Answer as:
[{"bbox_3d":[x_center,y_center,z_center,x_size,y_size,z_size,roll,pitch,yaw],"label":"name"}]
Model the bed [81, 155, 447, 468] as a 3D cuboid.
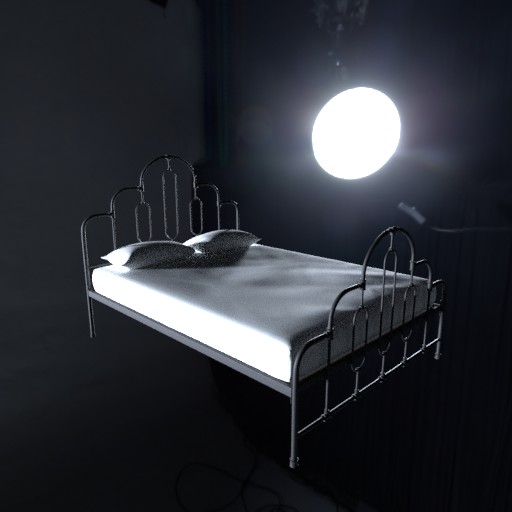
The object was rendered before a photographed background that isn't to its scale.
[{"bbox_3d":[0.000,0.000,3.225,1.640,1.429,2.163,-13,18,-43],"label":"bed"}]
